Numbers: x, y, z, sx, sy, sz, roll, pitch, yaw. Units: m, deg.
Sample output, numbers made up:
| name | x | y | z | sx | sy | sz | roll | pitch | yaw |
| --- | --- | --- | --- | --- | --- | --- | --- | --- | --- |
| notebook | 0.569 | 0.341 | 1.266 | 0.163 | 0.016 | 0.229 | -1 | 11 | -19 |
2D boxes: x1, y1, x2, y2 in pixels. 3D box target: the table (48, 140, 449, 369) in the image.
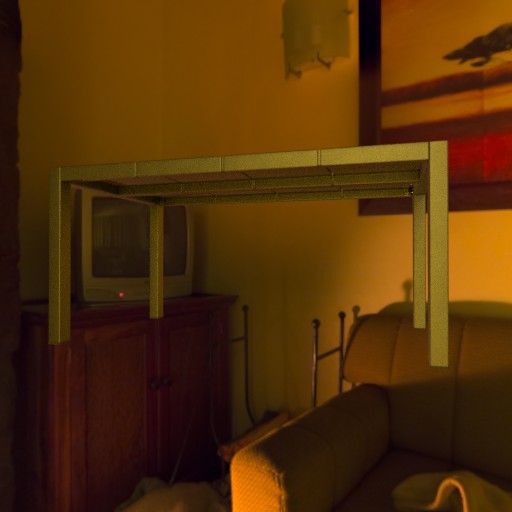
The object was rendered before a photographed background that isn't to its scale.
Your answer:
| name | x | y | z | sx | sy | sz | roll | pitch | yaw |
| --- | --- | --- | --- | --- | --- | --- | --- | --- | --- |
| table | 0.000 | 0.000 | 1.288 | 0.965 | 0.460 | 0.559 | 0 | 0 | 16 |
